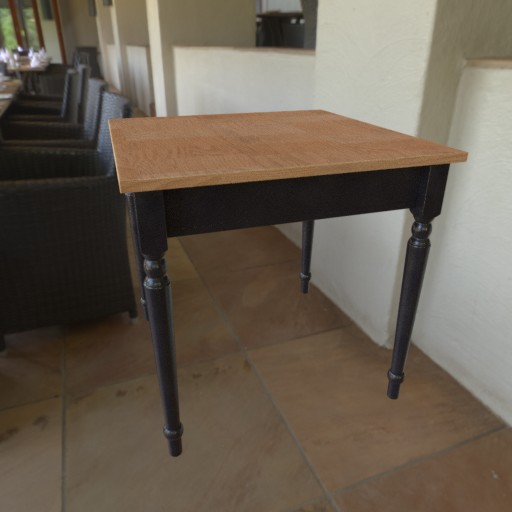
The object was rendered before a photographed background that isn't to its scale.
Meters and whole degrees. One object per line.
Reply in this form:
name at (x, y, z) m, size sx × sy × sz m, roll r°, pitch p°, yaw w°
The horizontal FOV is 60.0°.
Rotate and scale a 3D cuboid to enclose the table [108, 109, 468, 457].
table at (0.000, 0.000, 1.356) m, size 0.747 × 0.738 × 0.747 m, roll -8°, pitch 27°, yaw -16°
